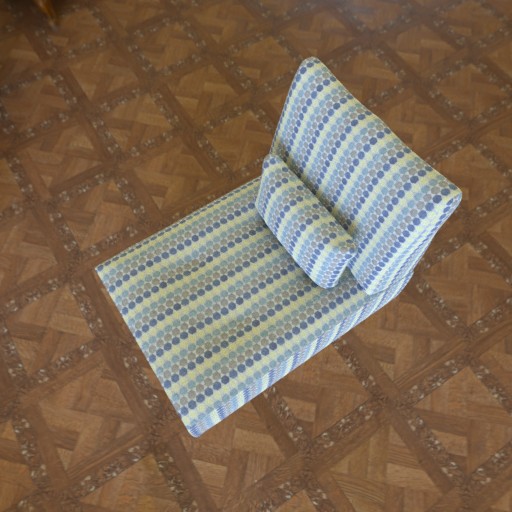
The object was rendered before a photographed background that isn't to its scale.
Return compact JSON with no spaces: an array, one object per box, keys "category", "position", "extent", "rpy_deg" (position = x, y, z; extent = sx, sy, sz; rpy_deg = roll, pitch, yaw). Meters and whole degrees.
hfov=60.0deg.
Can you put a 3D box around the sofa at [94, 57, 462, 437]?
[{"category":"sofa","position":[0.000,0.000,1.562],"extent":[1.000,0.820,0.700],"rpy_deg":[-31,67,-15]}]
